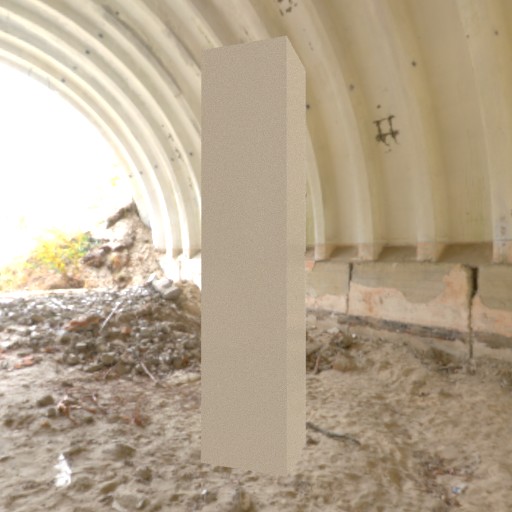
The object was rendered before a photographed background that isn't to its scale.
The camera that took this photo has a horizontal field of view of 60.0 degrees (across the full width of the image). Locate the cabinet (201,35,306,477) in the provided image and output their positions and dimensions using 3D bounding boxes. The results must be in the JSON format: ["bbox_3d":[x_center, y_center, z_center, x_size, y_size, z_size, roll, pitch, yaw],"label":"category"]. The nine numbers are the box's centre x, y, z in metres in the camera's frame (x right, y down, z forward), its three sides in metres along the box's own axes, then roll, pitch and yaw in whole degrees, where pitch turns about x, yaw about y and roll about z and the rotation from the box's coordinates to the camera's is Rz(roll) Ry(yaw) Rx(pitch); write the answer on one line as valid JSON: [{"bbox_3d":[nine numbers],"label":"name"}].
[{"bbox_3d":[0.000,0.000,1.583,0.300,1.400,0.270,0,0,19],"label":"cabinet"}]
